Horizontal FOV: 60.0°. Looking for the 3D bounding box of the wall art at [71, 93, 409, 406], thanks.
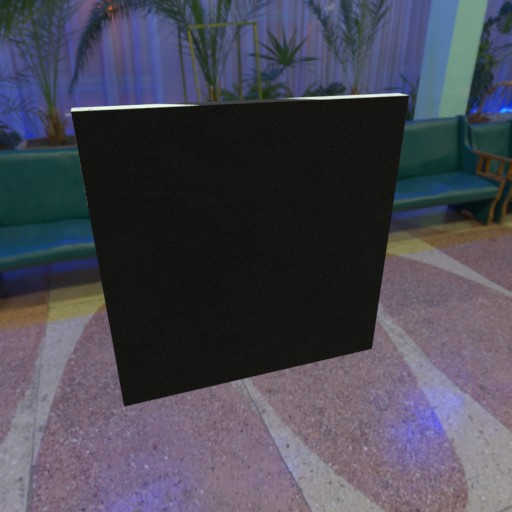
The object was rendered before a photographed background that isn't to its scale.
[{"bbox_3d":[0.000,0.000,1.149,0.765,0.765,0.046,-9,28,-17],"label":"wall art"}]
